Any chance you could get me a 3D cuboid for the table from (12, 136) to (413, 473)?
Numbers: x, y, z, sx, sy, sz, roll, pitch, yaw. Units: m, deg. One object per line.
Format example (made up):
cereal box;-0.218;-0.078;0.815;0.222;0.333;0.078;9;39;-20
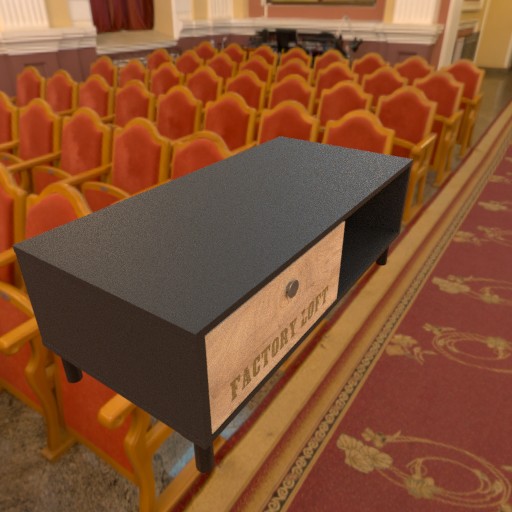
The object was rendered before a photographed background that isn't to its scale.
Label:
table;0.000;0.000;1.323;0.550;0.400;1.100;19;35;29
